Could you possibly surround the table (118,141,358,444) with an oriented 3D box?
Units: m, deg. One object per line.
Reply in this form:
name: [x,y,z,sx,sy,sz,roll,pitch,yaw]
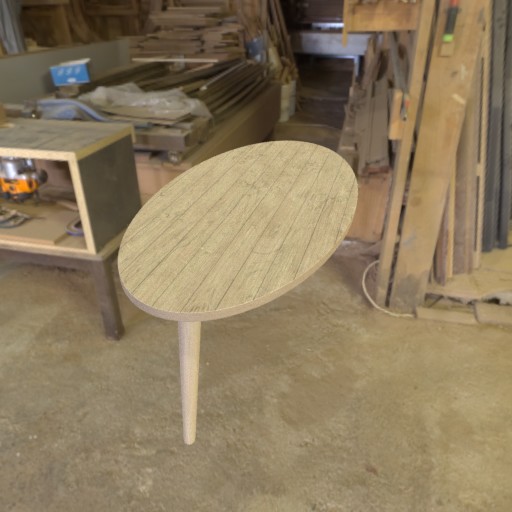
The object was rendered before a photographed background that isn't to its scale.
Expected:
table: [0.000,0.000,1.316,0.542,0.390,1.083,9,32,14]
